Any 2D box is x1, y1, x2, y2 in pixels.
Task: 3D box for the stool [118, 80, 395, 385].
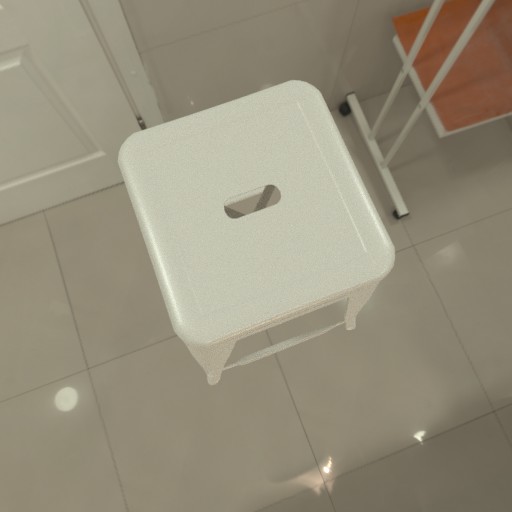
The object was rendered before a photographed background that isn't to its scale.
[{"bbox_3d":[0.000,0.000,0.883,0.406,0.610,0.406,-20,77,-5],"label":"stool"}]
